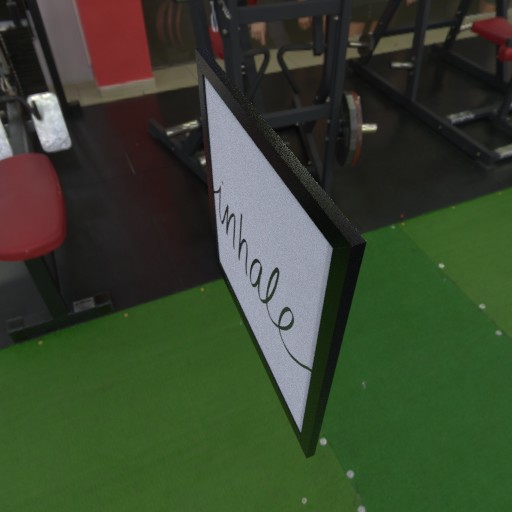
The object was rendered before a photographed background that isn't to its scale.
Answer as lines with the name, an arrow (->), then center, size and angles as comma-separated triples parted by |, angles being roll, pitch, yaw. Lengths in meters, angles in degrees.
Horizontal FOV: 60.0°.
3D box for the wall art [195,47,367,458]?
wall art -> 0.000, 0.000, 0.657 | 0.014, 0.445, 0.446 | -16, 47, -15
